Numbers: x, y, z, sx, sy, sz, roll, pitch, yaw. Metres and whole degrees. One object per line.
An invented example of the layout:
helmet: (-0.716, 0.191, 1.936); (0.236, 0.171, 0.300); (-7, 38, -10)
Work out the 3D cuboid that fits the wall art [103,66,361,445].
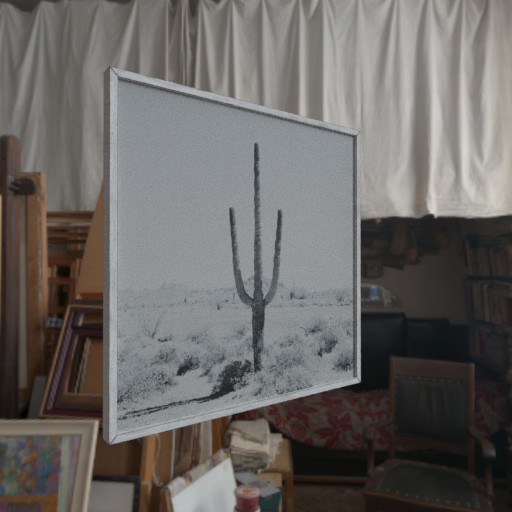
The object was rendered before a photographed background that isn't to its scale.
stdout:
wall art: (0.000, 0.000, 1.132); (0.762, 0.762, 0.038); (0, 0, -37)
